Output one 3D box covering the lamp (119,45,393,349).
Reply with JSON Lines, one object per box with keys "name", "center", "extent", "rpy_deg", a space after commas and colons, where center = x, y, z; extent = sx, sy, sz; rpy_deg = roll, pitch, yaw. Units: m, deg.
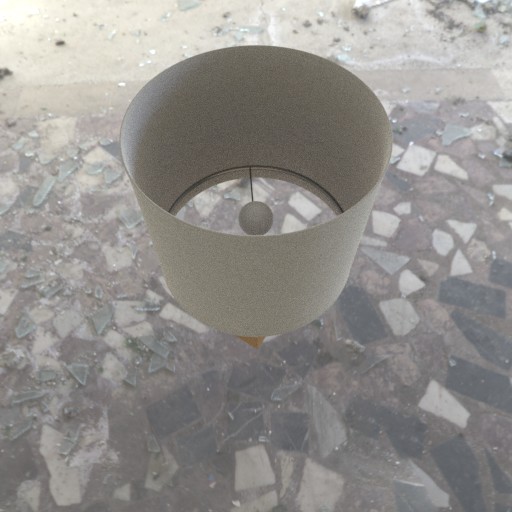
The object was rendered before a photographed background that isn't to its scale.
{"name": "lamp", "center": [0.000, 0.000, 0.552], "extent": [0.229, 0.417, 0.229], "rpy_deg": [29, 62, 17]}
